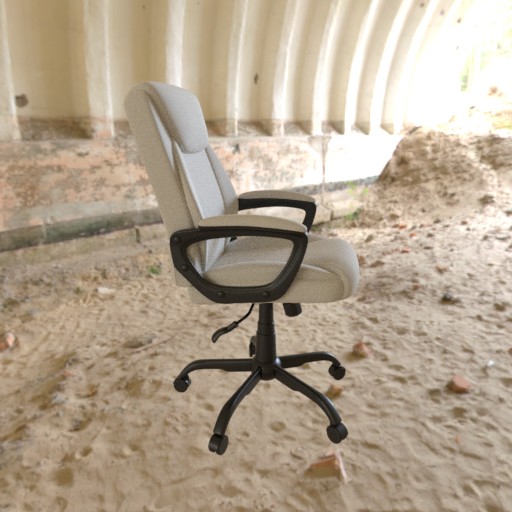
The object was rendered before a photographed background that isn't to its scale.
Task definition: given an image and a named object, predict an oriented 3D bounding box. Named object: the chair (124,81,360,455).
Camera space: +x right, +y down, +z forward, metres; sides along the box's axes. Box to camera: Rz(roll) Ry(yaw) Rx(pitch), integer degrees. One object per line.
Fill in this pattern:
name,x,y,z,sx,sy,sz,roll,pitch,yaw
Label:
chair,0.000,0.000,1.462,0.669,1.065,0.663,3,16,10
